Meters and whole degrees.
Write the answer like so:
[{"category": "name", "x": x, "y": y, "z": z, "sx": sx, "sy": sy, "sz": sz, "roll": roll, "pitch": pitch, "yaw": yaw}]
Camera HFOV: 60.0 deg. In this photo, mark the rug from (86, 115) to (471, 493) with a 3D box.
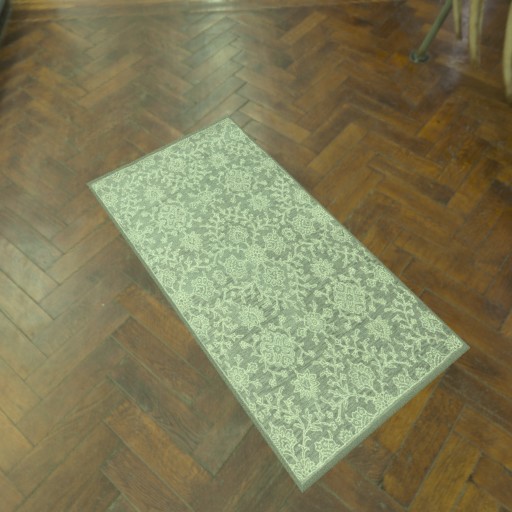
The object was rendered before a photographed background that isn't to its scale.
[{"category": "rug", "x": 0.000, "y": 0.000, "z": 3.565, "sx": 1.546, "sy": 0.011, "sz": 3.048, "roll": -32, "pitch": 63, "yaw": -19}]
